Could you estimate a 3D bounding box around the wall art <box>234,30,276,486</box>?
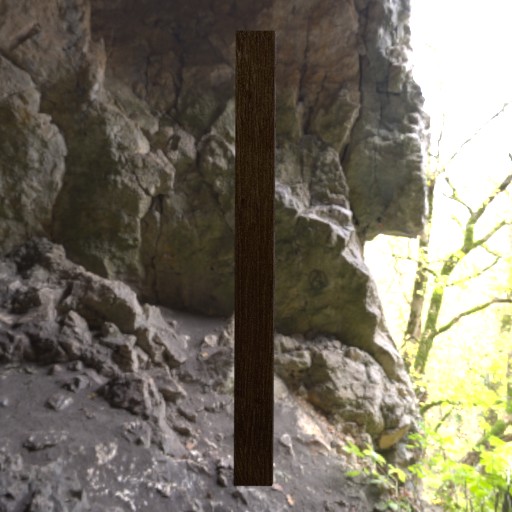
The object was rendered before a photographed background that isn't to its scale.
[{"bbox_3d":[0.000,0.000,0.594,0.039,0.403,0.406,0,1,0],"label":"wall art"}]
